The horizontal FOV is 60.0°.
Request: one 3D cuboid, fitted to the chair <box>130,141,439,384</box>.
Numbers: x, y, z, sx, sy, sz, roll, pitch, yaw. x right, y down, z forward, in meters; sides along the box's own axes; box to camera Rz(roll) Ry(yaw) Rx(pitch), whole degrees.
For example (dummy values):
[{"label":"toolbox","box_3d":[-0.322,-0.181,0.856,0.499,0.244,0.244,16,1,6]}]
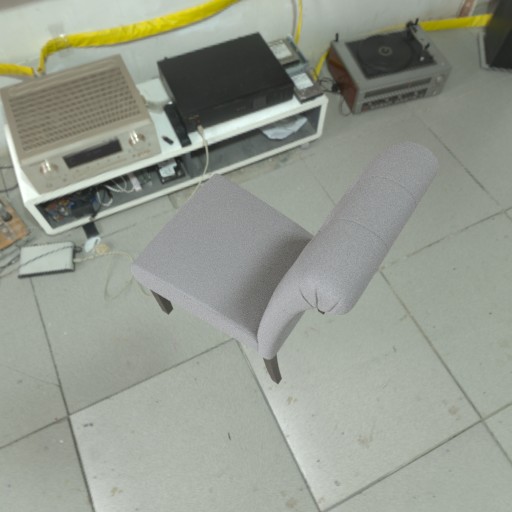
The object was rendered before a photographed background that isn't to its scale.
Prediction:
[{"label":"chair","box_3d":[0.000,0.000,1.338,0.671,1.006,0.456,31,66,15]}]
